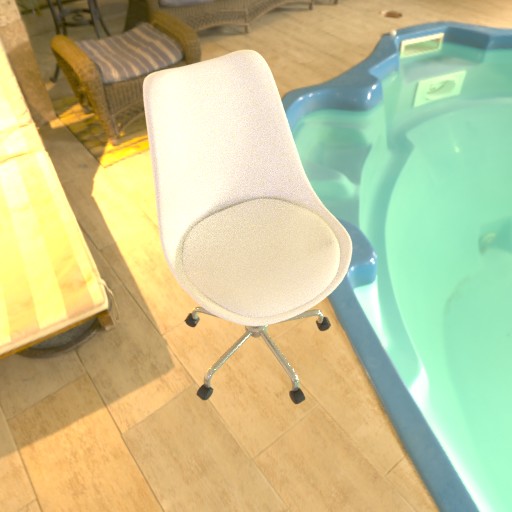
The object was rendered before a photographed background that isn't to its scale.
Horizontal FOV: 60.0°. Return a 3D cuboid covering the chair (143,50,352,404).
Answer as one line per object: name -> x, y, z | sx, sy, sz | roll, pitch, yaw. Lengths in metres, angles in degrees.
chair -> 0.000, 0.000, 1.265 | 0.550, 0.930, 0.550 | -25, 52, -21
